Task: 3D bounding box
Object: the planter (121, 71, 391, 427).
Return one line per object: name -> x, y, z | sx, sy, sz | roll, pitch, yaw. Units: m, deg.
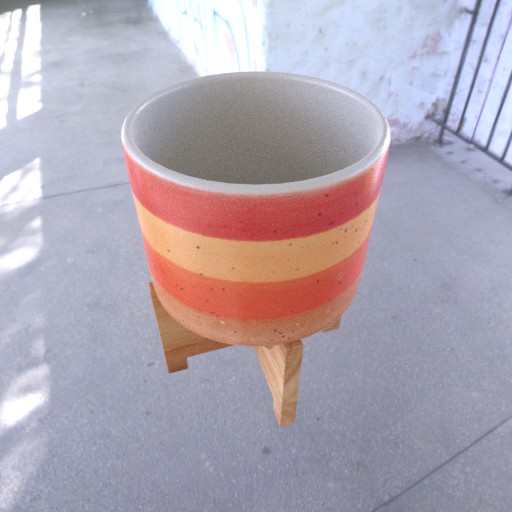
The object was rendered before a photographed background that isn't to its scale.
planter -> 0.000, 0.000, 0.407 | 0.199, 0.268, 0.199 | 0, 42, 0
